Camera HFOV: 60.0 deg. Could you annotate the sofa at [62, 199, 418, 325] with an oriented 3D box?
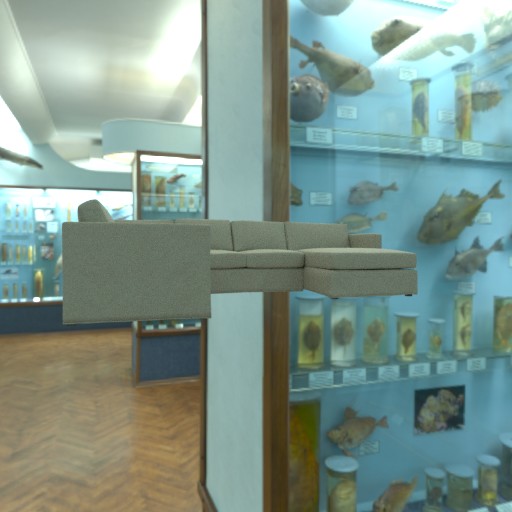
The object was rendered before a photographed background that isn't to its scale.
[{"bbox_3d":[0.000,0.000,4.598,3.460,0.882,2.427,0,1,-17],"label":"sofa"}]
